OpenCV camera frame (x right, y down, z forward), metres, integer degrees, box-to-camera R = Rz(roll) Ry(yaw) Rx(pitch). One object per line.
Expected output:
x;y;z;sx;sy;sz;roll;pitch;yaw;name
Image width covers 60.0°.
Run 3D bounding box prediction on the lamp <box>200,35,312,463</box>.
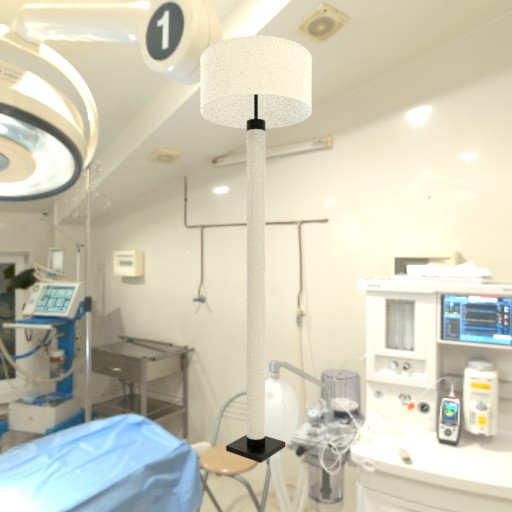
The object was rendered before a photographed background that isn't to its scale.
0.000;0.000;1.677;0.420;1.475;0.420;0;1;36;lamp
